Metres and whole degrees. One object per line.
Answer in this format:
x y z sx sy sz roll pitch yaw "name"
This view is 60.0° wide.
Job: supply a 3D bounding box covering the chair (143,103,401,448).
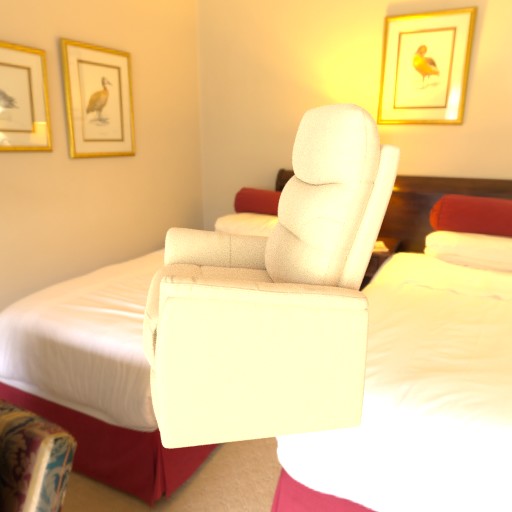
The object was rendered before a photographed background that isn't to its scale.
0.000 0.000 1.664 0.831 1.082 0.775 -3 15 -9 "chair"
